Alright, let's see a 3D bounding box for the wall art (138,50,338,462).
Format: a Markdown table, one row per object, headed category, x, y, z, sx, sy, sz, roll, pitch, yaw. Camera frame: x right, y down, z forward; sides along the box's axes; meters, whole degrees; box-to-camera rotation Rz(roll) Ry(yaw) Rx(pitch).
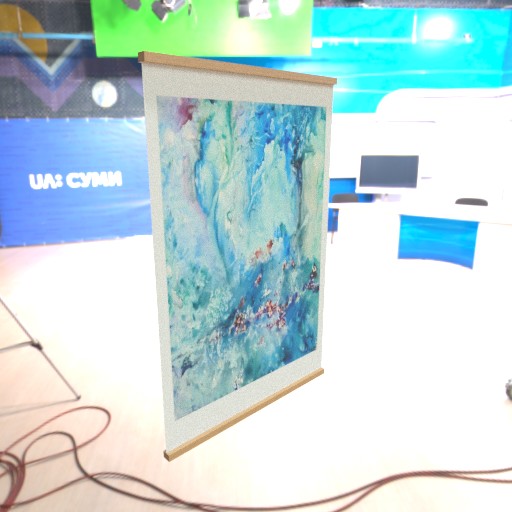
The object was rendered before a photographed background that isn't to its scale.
| category | x | y | z | sx | sy | sz | roll | pitch | yaw |
| --- | --- | --- | --- | --- | --- | --- | --- | --- | --- |
| wall art | 0.000 | 0.000 | 0.774 | 0.401 | 0.611 | 0.016 | -14 | 21 | -42 |
